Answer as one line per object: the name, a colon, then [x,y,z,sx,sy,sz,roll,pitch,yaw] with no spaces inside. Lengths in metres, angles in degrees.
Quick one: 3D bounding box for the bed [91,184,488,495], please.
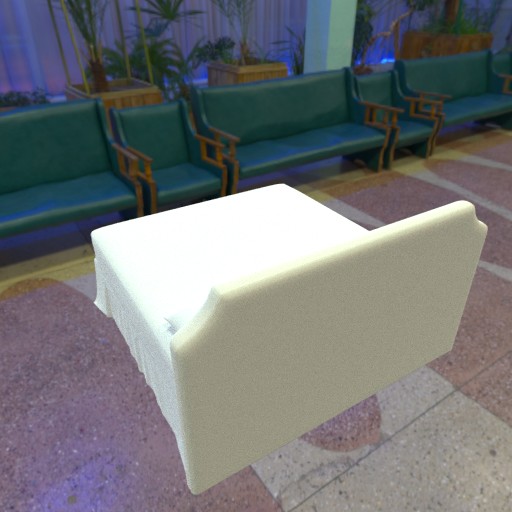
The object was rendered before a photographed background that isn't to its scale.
bed: [0.000,0.000,3.350,2.160,1.301,2.204,-18,36,-27]
